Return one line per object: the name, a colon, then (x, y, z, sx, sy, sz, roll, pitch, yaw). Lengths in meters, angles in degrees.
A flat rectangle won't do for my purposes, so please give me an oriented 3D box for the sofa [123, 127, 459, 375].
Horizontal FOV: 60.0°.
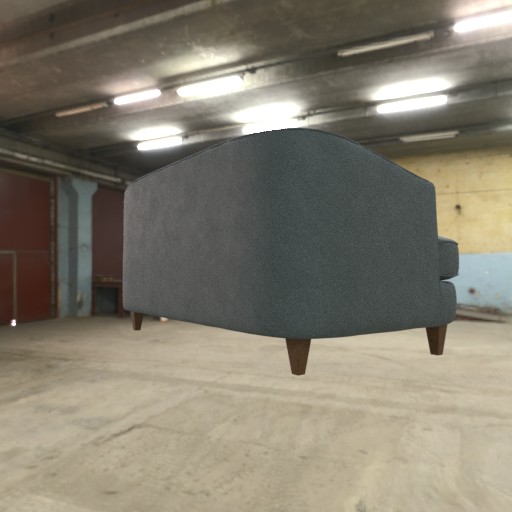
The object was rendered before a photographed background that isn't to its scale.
sofa: (0.000, 0.000, 2.291, 0.941, 0.855, 1.733, 2, -3, -37)
